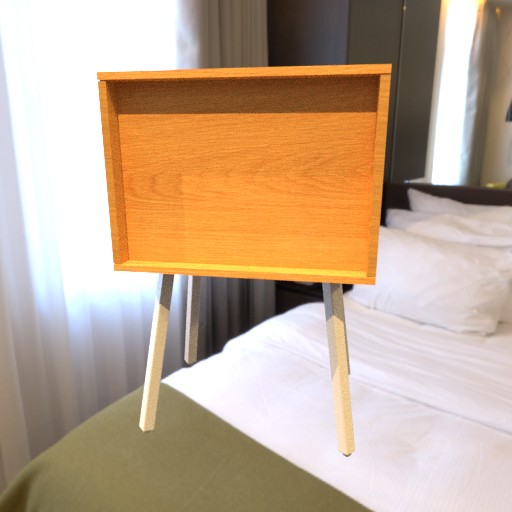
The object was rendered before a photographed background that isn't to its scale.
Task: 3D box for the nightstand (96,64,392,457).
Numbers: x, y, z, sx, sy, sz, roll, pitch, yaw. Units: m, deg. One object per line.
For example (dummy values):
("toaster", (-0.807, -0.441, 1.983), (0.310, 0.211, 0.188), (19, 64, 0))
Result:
("nightstand", (0.000, 0.000, 0.817), (0.400, 0.601, 0.316), (3, 15, 10))
